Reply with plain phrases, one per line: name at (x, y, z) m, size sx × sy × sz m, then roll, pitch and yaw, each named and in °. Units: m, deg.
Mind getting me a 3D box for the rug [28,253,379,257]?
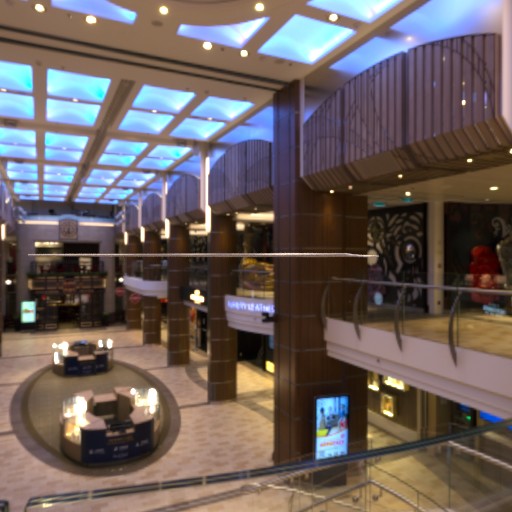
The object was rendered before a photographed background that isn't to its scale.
rug at (0.000, 0.000, 3.066) m, size 1.527 × 0.016 × 2.442 m, roll 0°, pitch 0°, yaw 18°
